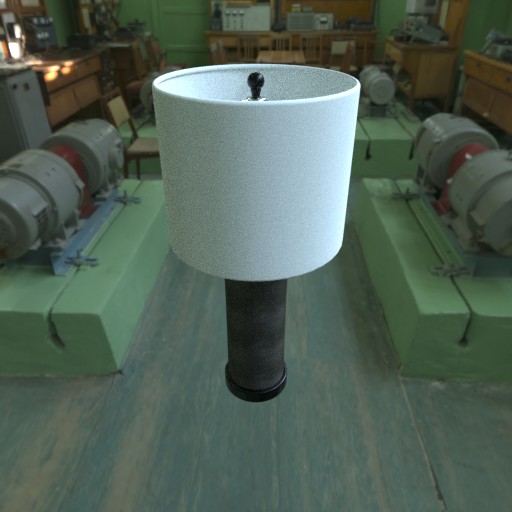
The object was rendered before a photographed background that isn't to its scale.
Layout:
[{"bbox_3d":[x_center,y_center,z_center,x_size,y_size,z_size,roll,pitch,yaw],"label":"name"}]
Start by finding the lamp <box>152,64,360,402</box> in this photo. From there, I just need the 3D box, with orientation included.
[{"bbox_3d":[0.000,0.000,0.818,0.305,0.634,0.305,1,31,1],"label":"lamp"}]
